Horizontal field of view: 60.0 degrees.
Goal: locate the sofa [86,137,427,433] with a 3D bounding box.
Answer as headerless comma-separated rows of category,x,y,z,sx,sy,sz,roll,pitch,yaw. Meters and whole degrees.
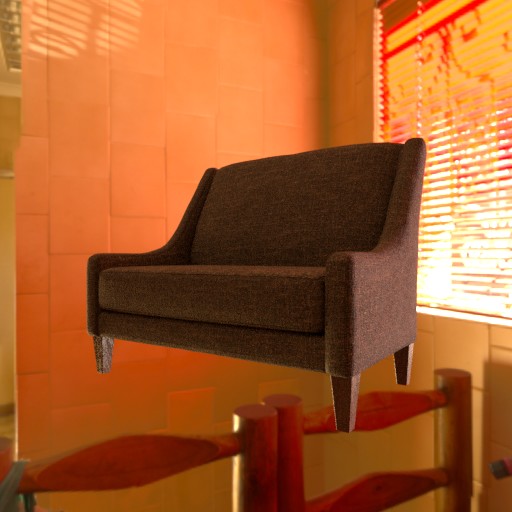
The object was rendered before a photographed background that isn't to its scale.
sofa,0.000,0.000,1.914,1.242,1.021,0.870,0,0,35
